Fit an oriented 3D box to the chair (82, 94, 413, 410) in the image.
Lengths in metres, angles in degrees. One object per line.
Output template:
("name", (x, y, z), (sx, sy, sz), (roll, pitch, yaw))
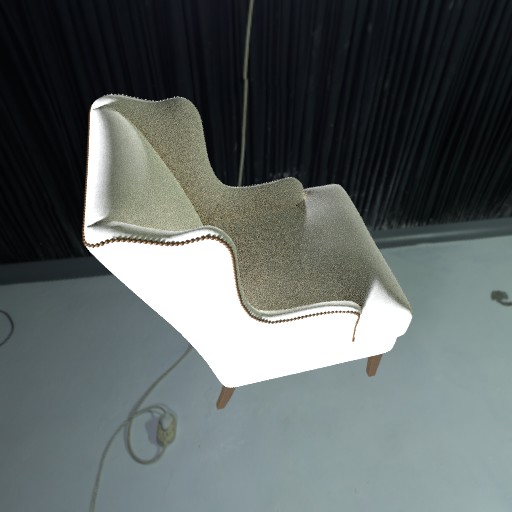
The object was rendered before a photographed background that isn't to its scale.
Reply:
("chair", (0.000, 0.000, 1.616), (0.940, 1.029, 0.737), (-9, 48, -9))
